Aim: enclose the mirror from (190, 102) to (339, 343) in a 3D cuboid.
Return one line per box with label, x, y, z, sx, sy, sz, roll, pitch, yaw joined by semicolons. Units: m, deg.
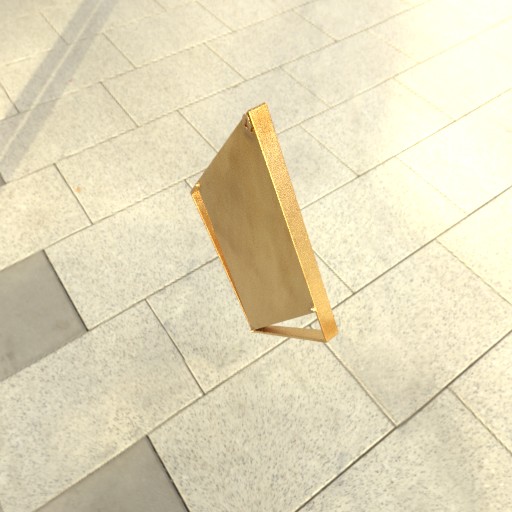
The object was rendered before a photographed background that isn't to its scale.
mirror;0.000;0.000;0.837;0.032;0.679;0.419;-33;63;-20
